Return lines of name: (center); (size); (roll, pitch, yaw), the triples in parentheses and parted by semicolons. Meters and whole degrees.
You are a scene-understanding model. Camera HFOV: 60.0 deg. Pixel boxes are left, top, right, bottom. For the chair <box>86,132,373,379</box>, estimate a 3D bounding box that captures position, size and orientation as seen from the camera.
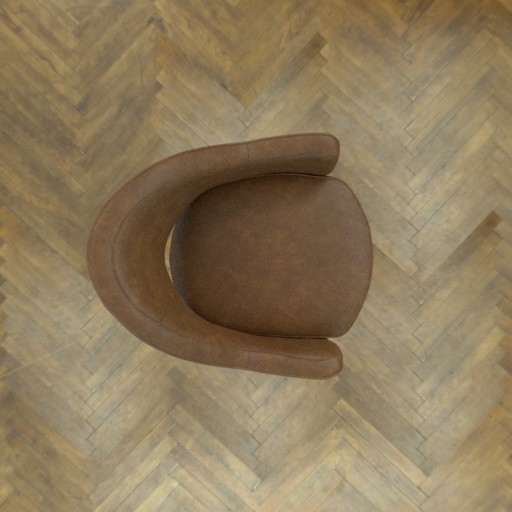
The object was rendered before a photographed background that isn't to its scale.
chair: (0.000, 0.000, 1.226); (0.640, 0.777, 0.591); (0, 90, 0)
